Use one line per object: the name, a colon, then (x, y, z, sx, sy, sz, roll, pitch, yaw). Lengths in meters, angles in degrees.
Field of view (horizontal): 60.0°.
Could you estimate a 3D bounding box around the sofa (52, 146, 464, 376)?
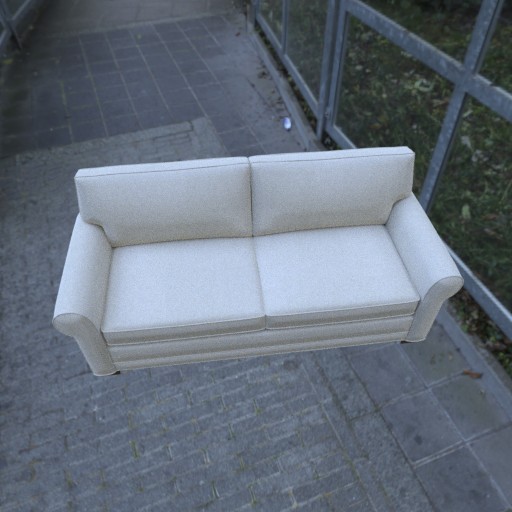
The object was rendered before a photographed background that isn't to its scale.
sofa: (0.000, 0.000, 2.653, 2.146, 0.962, 0.901, -5, 46, -5)
